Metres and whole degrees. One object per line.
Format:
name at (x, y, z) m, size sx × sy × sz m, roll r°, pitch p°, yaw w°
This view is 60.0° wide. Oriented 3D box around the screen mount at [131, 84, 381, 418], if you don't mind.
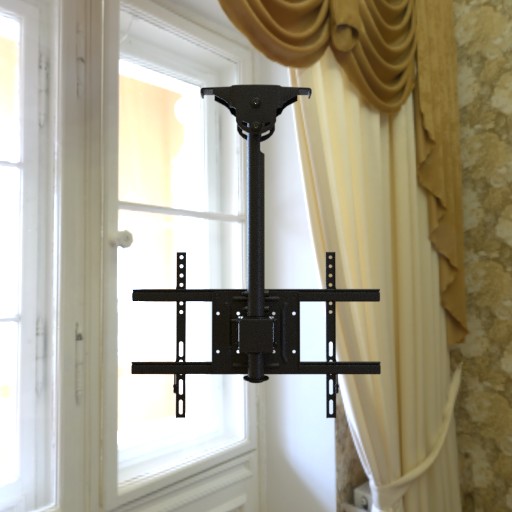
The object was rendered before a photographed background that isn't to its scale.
screen mount at (0.000, 0.000, 1.031) m, size 0.595 × 0.775 × 0.090 m, roll 0°, pitch -2°, yaw 0°
